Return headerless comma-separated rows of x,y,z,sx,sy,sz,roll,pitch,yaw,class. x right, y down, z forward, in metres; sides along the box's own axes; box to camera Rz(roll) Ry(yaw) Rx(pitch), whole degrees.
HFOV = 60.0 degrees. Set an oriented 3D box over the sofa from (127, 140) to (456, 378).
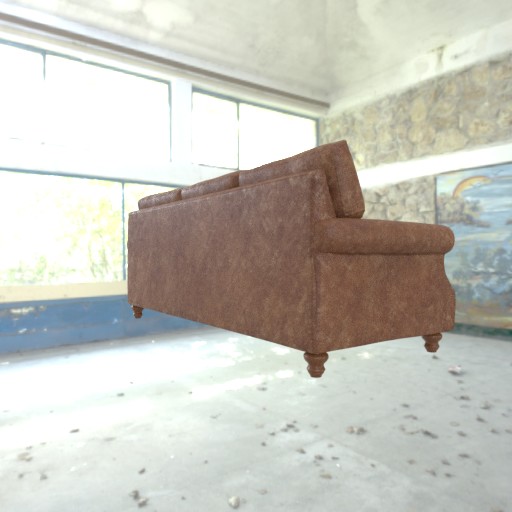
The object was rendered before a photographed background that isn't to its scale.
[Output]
0.000,0.000,2.866,0.973,0.977,2.351,0,0,-35,sofa
